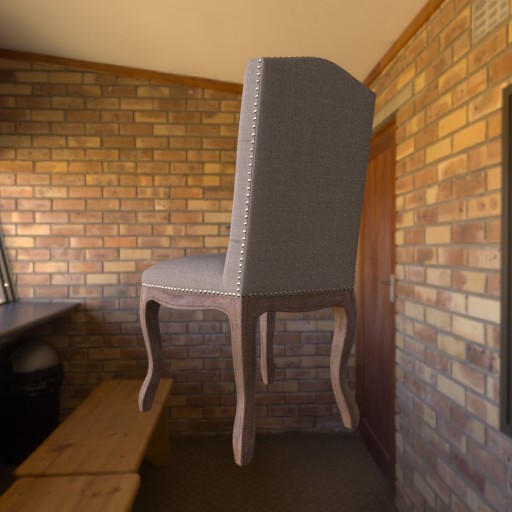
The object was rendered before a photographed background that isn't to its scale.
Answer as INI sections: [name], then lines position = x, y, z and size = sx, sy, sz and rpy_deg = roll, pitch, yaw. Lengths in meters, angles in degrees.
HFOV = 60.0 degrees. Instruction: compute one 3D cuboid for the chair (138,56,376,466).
[chair]
position = 0.000, 0.000, 1.614
size = 0.637, 1.191, 0.731
rpy_deg = 0, 1, -36
